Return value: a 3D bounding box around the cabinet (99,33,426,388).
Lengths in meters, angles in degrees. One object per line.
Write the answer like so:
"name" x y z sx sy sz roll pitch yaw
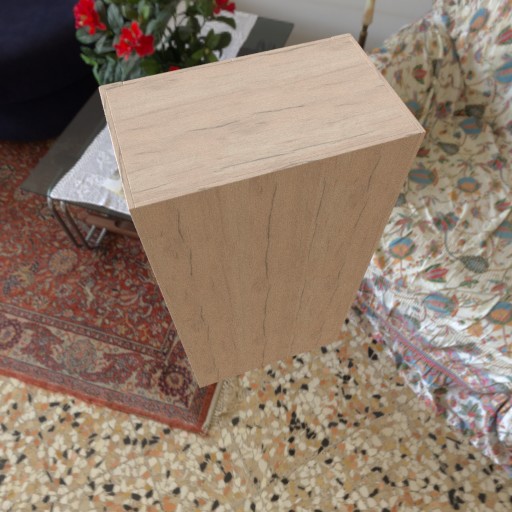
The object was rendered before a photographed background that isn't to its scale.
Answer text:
"cabinet" 0.000 0.000 2.332 0.980 1.930 0.580 -16 60 -10
